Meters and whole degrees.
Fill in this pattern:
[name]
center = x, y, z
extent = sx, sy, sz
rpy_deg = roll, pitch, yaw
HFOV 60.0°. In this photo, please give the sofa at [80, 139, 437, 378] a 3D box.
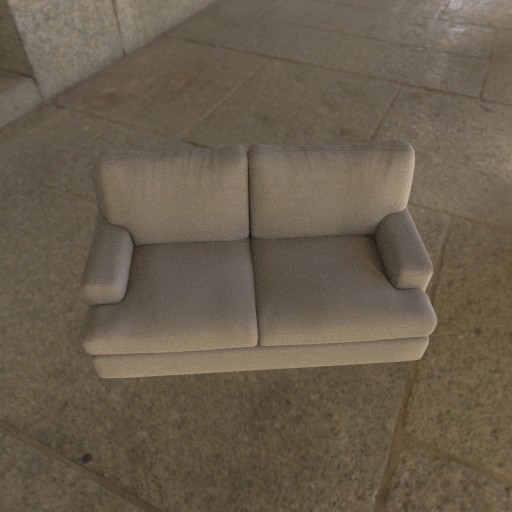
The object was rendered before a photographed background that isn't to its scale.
[sofa]
center = 0.000, 0.000, 2.470
extent = 1.855, 0.980, 0.962
rpy_deg = -3, 47, -3
